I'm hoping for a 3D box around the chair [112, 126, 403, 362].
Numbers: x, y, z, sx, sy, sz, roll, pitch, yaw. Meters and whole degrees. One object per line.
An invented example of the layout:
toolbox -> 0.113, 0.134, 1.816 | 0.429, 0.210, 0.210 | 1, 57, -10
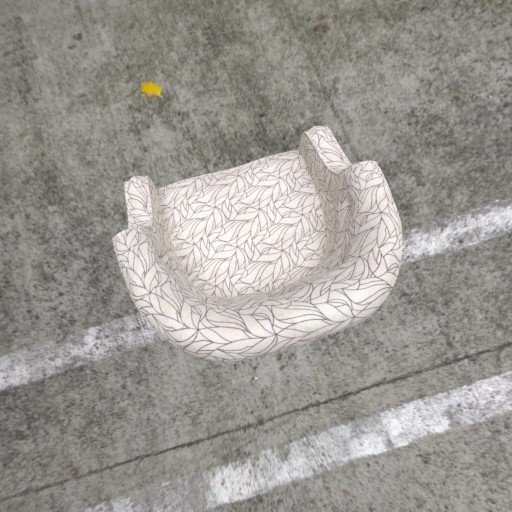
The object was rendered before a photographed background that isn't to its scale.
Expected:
chair -> 0.000, 0.000, 1.343 | 0.686, 0.858, 0.613 | -17, 75, -5
